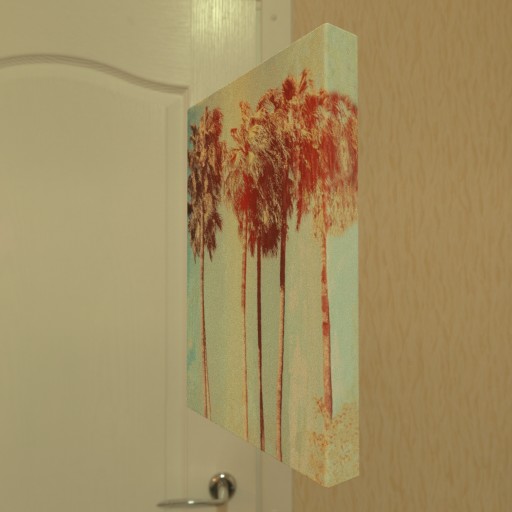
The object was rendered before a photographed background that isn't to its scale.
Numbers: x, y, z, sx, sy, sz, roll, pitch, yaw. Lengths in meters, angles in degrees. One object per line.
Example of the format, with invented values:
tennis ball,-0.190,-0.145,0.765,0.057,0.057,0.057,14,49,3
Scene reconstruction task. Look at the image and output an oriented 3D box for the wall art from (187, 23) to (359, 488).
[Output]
wall art,0.000,0.000,0.472,0.039,0.380,0.251,1,-1,-35
